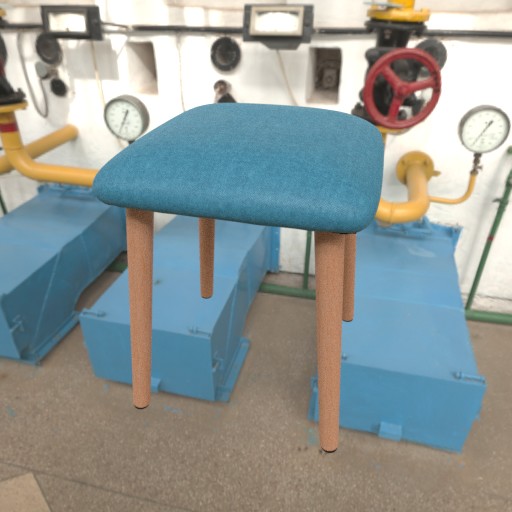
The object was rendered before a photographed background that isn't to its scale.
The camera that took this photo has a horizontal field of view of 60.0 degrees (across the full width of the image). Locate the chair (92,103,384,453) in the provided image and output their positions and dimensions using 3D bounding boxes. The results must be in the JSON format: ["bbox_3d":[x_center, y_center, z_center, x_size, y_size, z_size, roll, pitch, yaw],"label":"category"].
[{"bbox_3d":[0.000,0.000,0.732,0.360,0.450,0.360,8,32,13],"label":"chair"}]
